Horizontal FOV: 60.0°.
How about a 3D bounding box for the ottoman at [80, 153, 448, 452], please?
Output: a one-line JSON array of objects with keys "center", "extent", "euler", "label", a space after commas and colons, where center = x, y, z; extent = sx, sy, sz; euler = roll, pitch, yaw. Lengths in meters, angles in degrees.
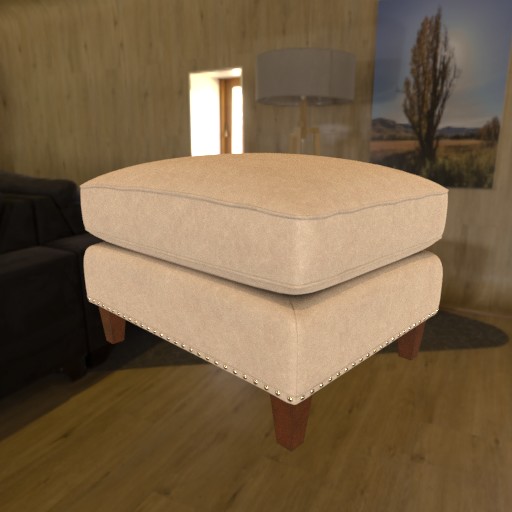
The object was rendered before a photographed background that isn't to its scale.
[{"center": [0.000, 0.000, 1.134], "extent": [0.741, 0.513, 0.584], "euler": [13, 19, 42], "label": "ottoman"}]
